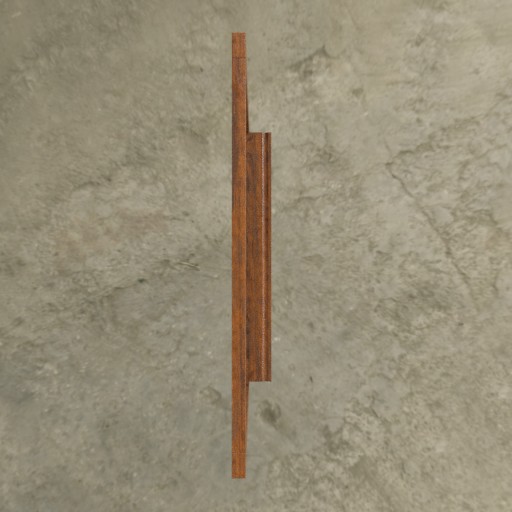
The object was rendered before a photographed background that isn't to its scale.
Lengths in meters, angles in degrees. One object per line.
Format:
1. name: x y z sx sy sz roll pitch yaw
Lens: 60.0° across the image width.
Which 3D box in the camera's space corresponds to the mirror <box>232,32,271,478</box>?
1. mirror: 0.000 0.000 1.021 0.084 0.537 0.758 0 89 0
